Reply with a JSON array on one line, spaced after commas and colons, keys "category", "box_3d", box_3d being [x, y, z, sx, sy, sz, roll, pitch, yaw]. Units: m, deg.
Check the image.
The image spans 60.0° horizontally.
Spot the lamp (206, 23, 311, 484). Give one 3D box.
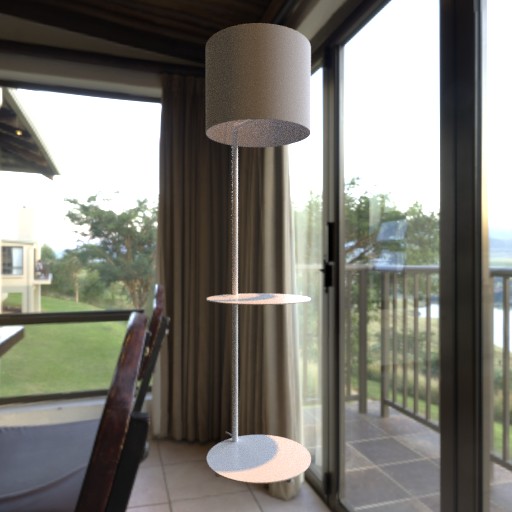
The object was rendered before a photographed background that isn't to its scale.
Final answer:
[{"category": "lamp", "box_3d": [0.000, 0.000, 1.593, 0.372, 1.465, 0.405, 0, 0, -35]}]
